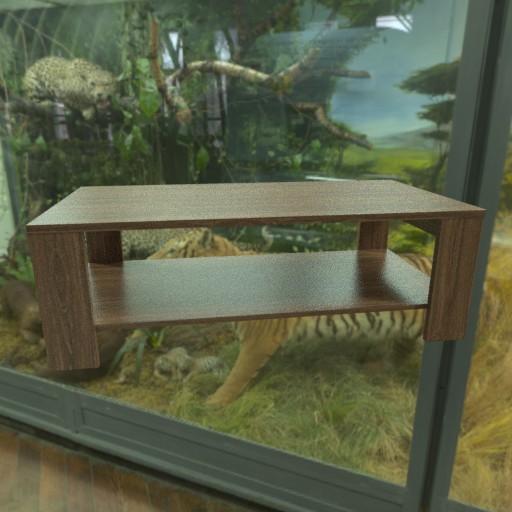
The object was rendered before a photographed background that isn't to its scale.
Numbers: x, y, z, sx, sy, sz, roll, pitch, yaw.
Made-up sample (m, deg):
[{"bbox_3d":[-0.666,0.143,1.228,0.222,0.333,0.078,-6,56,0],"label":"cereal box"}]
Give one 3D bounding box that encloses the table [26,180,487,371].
[{"bbox_3d":[0.000,0.000,1.483,1.200,0.400,0.600,-3,18,-8],"label":"table"}]
